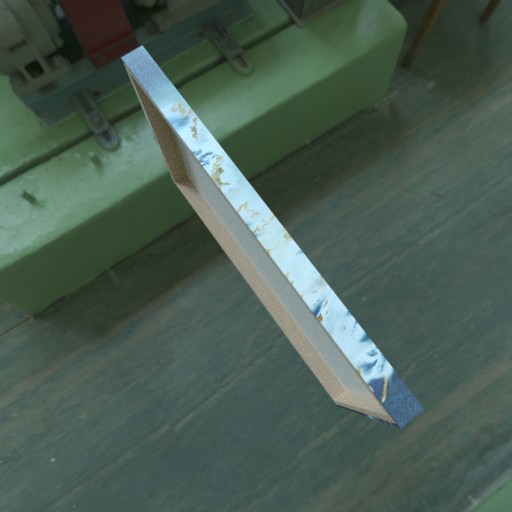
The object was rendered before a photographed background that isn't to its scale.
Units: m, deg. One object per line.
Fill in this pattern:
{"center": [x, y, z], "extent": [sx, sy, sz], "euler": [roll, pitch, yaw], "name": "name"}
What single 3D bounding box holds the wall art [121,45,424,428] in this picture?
{"center": [0.000, 0.000, 0.762], "extent": [0.036, 0.405, 0.607], "euler": [-35, 77, -9], "name": "wall art"}
